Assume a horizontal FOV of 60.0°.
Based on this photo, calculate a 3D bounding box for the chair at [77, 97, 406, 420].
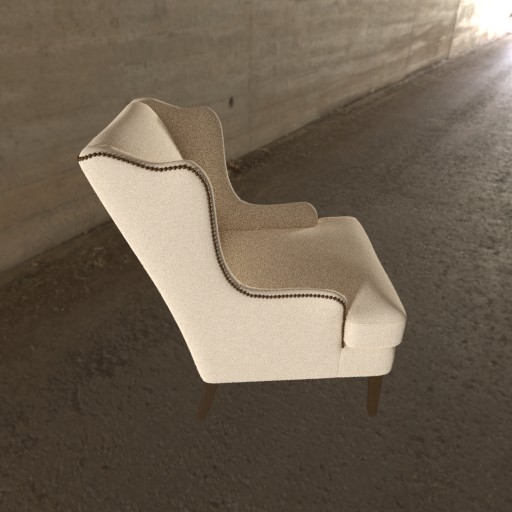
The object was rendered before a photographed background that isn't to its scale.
[{"bbox_3d":[0.000,0.000,1.647,0.940,1.029,0.737,-1,31,-1],"label":"chair"}]
